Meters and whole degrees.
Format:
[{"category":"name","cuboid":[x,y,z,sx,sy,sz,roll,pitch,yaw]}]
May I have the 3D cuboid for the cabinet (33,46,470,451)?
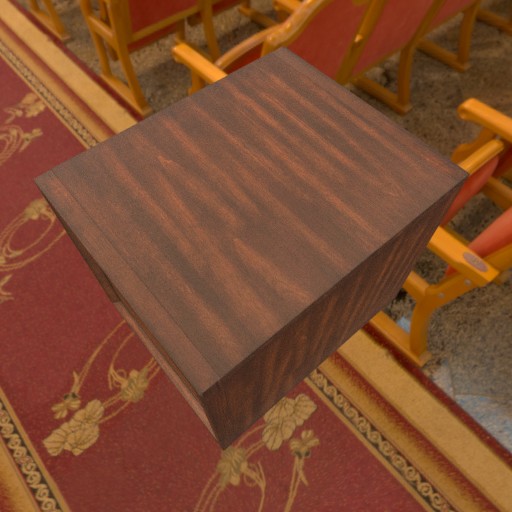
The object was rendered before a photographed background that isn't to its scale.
[{"category":"cabinet","cuboid":[0.000,0.000,0.834,0.500,0.455,0.402,-36,65,-20]}]
